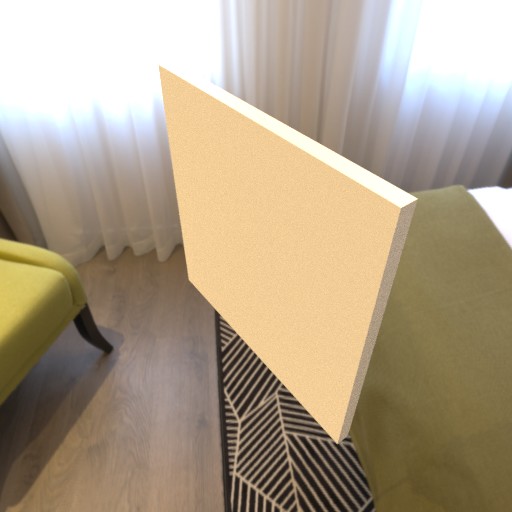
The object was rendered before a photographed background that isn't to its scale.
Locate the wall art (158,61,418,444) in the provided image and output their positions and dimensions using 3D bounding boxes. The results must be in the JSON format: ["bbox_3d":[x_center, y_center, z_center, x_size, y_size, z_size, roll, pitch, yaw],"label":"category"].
[{"bbox_3d":[0.000,0.000,0.839,0.028,0.559,0.559,-27,49,-27],"label":"wall art"}]
